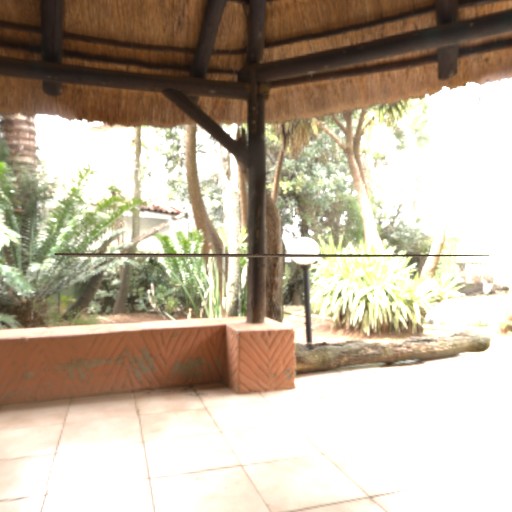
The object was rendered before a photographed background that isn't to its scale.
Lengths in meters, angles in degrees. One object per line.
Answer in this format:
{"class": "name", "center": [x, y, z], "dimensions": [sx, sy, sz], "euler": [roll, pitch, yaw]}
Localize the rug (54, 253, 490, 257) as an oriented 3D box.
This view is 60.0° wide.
{"class": "rug", "center": [0.000, 0.000, 2.879], "dimensions": [2.238, 0.008, 1.593], "euler": [0, 0, -19]}
